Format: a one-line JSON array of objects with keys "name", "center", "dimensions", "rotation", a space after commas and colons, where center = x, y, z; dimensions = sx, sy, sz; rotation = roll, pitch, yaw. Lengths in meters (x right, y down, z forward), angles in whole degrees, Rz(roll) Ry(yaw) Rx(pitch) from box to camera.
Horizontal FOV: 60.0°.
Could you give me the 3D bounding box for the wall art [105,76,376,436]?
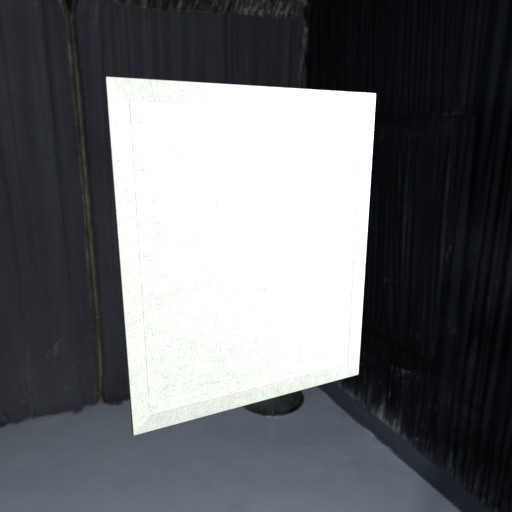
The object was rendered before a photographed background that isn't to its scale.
[{"name": "wall art", "center": [0.000, 0.000, 0.635], "dimensions": [0.381, 0.457, 0.023], "rotation": [-7, 16, -25]}]
